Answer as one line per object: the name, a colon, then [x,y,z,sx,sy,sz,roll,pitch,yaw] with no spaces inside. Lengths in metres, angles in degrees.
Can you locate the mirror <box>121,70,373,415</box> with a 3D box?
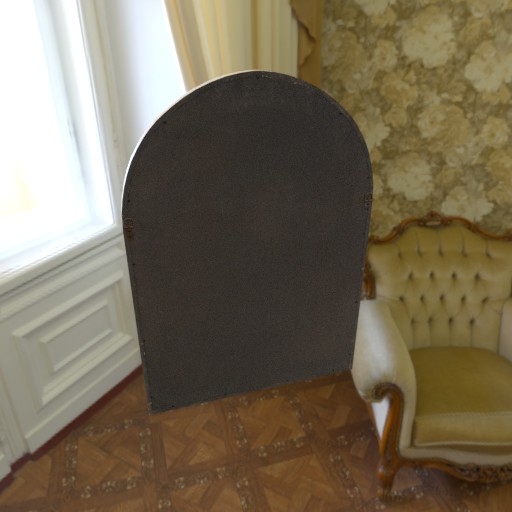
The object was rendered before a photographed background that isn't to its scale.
mirror: [0.000,0.000,1.188,0.660,0.920,0.032,-8,27,-16]
